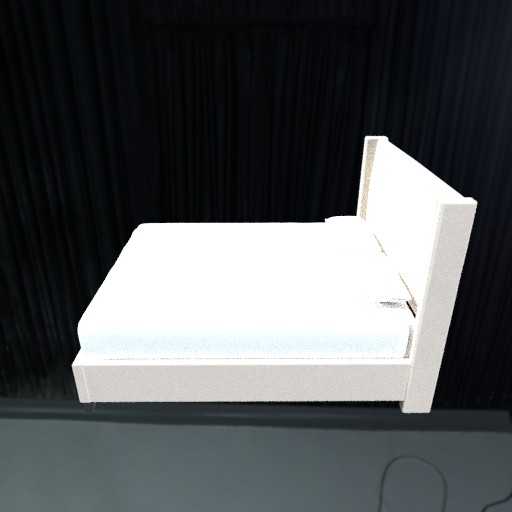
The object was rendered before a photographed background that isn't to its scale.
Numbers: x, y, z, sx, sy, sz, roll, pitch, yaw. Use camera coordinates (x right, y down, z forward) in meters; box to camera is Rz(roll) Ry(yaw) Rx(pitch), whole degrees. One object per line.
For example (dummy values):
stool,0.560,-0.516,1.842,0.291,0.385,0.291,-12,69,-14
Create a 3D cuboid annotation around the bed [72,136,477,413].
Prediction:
bed,0.000,0.000,3.398,2.293,1.471,1.778,0,26,0
